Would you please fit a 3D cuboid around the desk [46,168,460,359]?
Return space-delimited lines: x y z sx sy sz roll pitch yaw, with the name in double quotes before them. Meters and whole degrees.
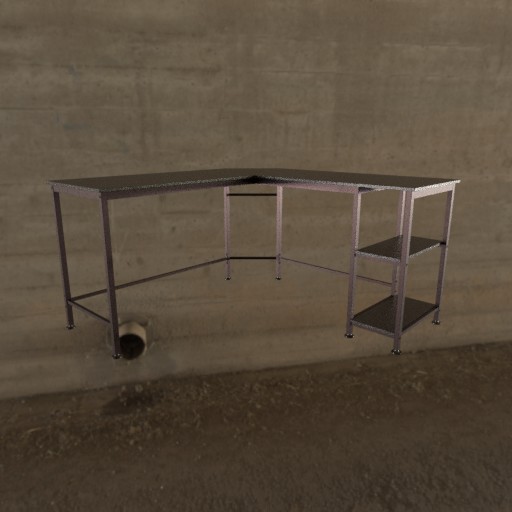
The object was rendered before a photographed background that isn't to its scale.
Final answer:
"desk" 0.000 0.000 2.181 1.379 0.739 1.379 14 20 41
